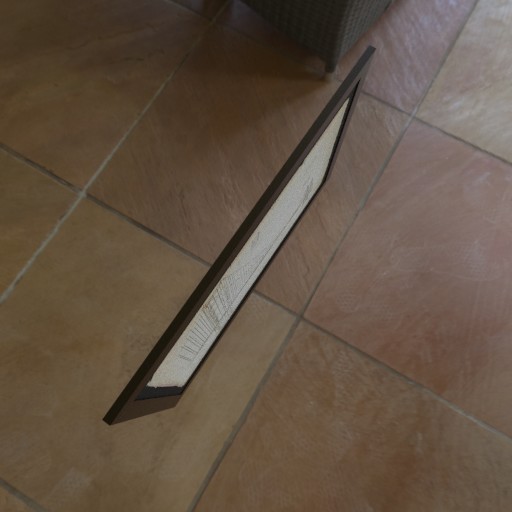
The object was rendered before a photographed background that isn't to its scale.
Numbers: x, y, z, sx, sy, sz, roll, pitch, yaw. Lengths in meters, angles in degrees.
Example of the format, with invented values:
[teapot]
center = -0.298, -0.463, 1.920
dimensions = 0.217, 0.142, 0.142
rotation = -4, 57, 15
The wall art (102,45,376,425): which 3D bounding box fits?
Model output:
[wall art]
center = 0.000, 0.000, 0.829
dimensions = 0.013, 0.447, 0.660
rotation = 32, 76, 9
